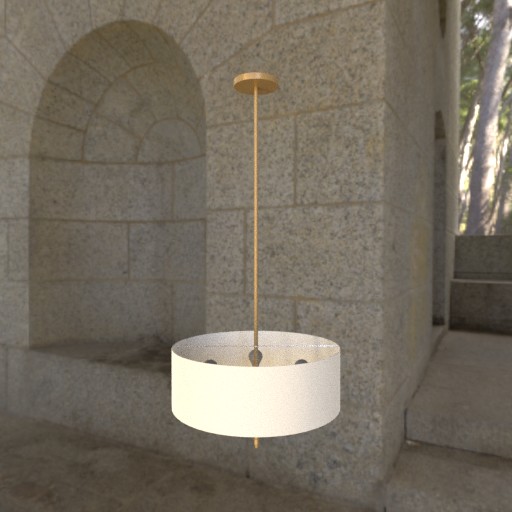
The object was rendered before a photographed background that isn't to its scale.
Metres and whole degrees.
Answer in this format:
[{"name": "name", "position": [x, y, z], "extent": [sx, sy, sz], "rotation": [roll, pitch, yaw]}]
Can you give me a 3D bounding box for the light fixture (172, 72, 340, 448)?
[{"name": "light fixture", "position": [0.000, 0.000, 1.356], "extent": [0.508, 1.067, 0.508], "rotation": [0, 0, 0]}]
